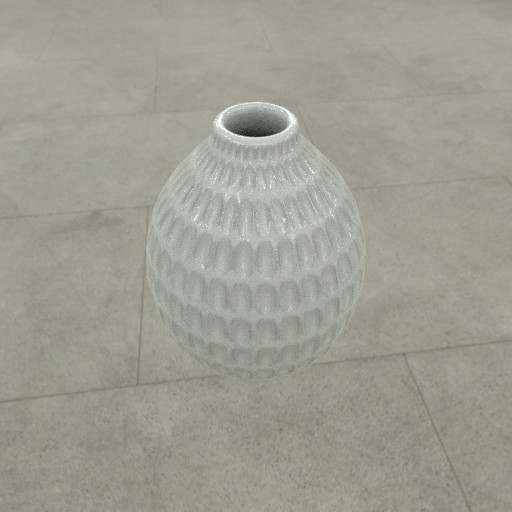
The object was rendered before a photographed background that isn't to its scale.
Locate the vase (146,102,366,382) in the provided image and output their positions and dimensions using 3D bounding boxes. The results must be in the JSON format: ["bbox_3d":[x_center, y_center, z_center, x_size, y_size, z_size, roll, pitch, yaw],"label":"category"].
[{"bbox_3d":[0.000,0.000,0.335,0.162,0.223,0.162,0,45,0],"label":"vase"}]
